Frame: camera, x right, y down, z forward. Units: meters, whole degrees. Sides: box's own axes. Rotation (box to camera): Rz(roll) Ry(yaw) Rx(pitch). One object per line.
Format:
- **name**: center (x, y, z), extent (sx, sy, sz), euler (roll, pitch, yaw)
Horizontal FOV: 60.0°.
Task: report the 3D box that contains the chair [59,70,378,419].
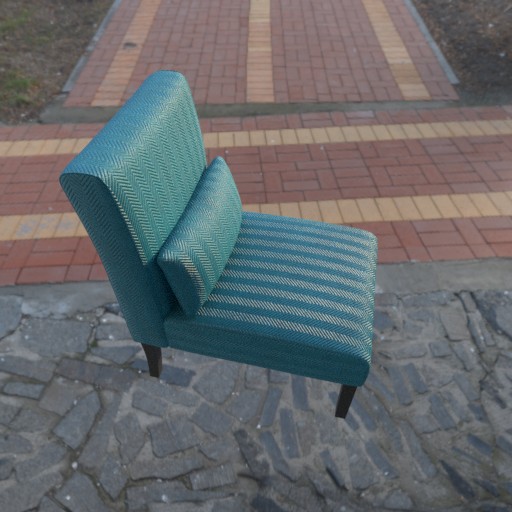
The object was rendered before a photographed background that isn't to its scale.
- **chair**: center (0.000, 0.000, 1.446), extent (0.808, 0.927, 0.579), euler (9, 47, 9)
